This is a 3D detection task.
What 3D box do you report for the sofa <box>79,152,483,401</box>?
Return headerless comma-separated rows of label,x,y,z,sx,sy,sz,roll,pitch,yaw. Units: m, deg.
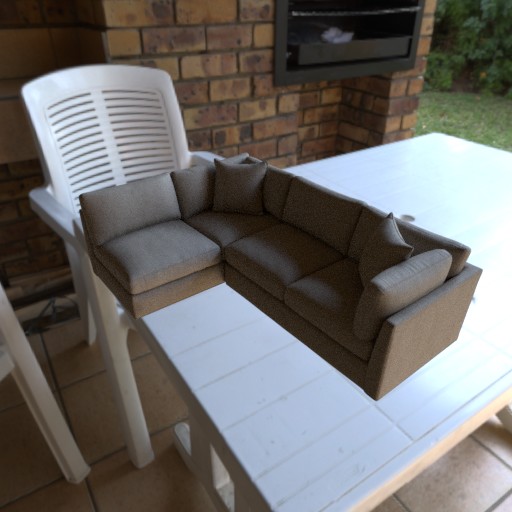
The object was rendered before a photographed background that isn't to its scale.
sofa,0.000,0.000,3.805,1.994,0.978,2.896,-22,37,-32
